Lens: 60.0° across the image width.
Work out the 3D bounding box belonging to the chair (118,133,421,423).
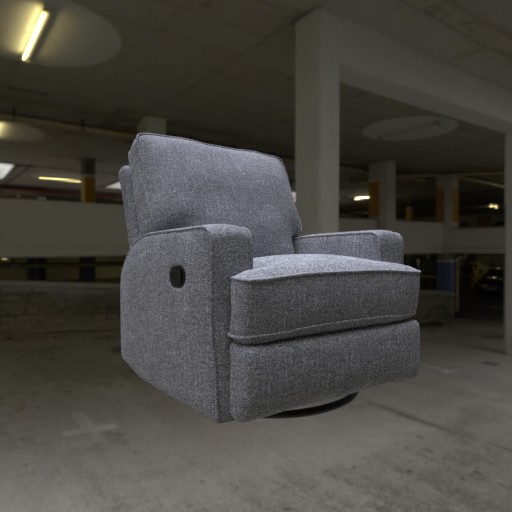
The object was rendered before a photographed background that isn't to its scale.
[{"bbox_3d":[0.000,0.000,1.695,0.861,0.962,0.964,-1,1,-36],"label":"chair"}]
